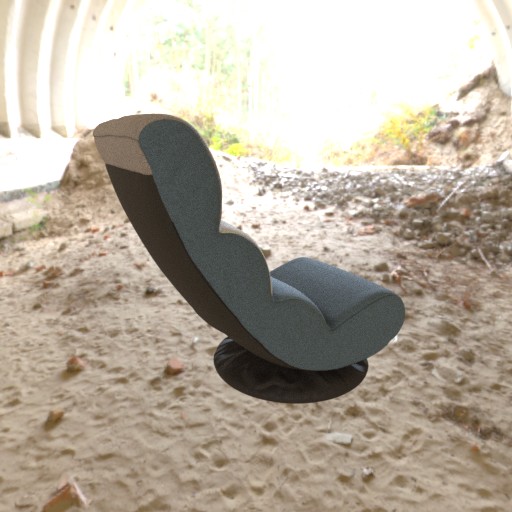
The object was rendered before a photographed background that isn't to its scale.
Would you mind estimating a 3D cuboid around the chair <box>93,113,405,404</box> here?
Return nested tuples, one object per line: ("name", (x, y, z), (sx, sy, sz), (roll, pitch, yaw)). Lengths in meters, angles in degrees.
("chair", (0.000, 0.000, 1.078), (0.661, 0.641, 0.420), (-8, 18, -28))
